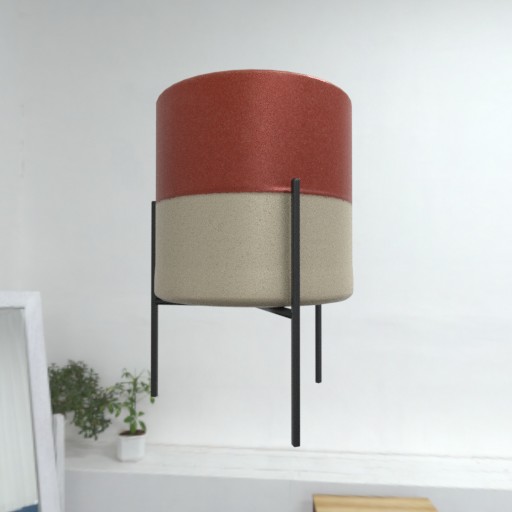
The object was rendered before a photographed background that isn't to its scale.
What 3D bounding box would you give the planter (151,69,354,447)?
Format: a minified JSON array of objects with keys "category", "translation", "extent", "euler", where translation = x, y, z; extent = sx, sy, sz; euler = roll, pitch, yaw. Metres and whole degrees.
[{"category":"planter","translation":[0.000,0.000,0.527],"extent":[0.235,0.354,0.251],"euler":[0,-1,-17]}]
